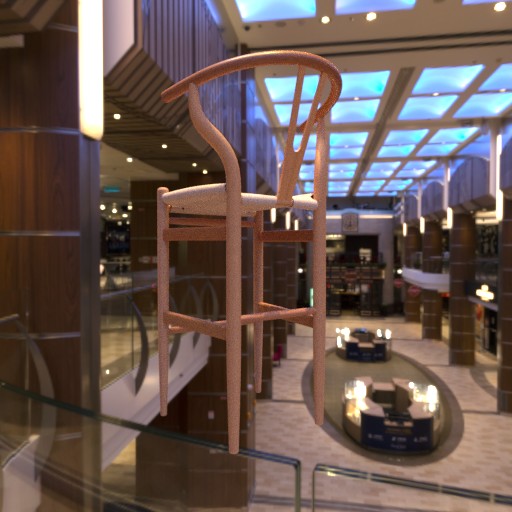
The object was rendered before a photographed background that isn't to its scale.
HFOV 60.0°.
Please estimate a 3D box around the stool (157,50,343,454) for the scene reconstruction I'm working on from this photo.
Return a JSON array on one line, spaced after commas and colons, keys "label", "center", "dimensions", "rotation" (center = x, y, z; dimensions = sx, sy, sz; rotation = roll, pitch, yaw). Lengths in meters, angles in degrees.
[{"label": "stool", "center": [0.000, 0.000, 1.396], "dimensions": [0.574, 1.068, 0.561], "rotation": [-1, 1, -37]}]
